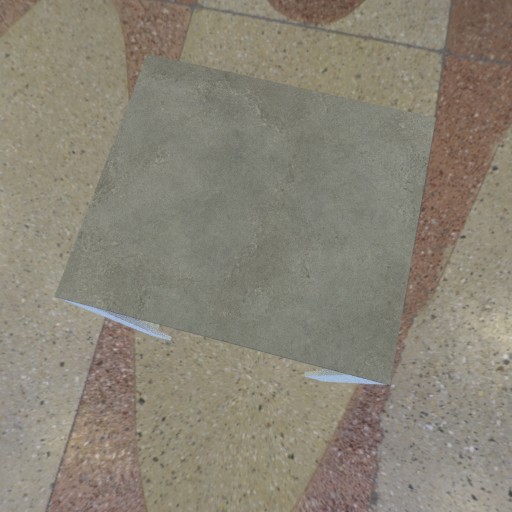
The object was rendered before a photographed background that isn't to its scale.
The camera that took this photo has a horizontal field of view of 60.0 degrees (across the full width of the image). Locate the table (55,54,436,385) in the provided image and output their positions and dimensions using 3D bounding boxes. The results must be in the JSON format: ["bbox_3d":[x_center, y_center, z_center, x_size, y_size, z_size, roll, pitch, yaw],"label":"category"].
[{"bbox_3d":[0.000,0.000,1.598,0.800,1.020,0.700,14,75,4],"label":"table"}]
